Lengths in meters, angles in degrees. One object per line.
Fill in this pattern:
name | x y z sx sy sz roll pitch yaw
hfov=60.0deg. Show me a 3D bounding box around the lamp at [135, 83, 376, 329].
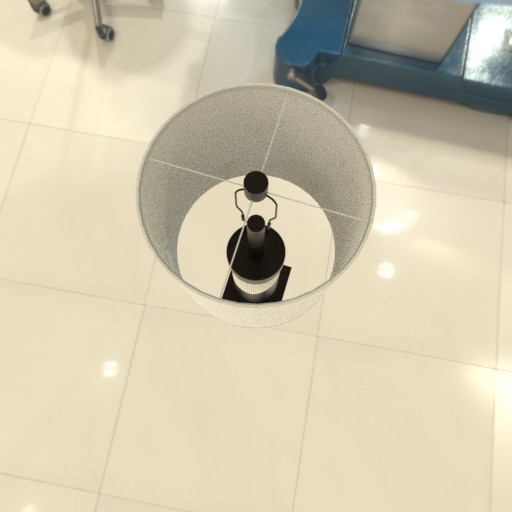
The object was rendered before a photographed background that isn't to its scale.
lamp | 0.000 0.000 0.620 0.211 0.509 0.211 17 77 4
